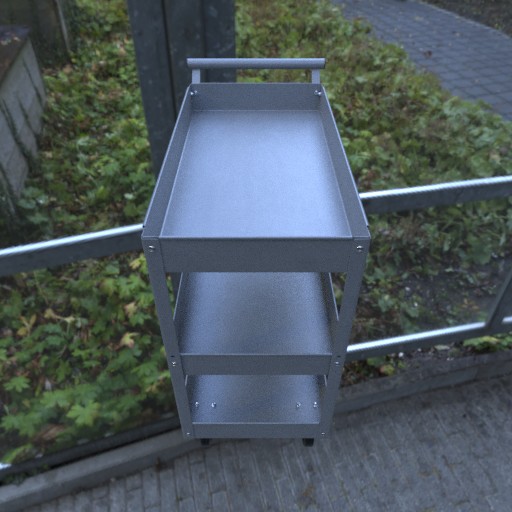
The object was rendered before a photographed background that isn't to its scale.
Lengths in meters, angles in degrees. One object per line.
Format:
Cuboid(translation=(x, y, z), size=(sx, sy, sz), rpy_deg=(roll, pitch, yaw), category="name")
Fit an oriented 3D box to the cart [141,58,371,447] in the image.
Cuboid(translation=(0.000, 0.000, 1.161), size=(0.366, 0.780, 0.719), rpy_deg=(0, 41, 0), category="cart")
